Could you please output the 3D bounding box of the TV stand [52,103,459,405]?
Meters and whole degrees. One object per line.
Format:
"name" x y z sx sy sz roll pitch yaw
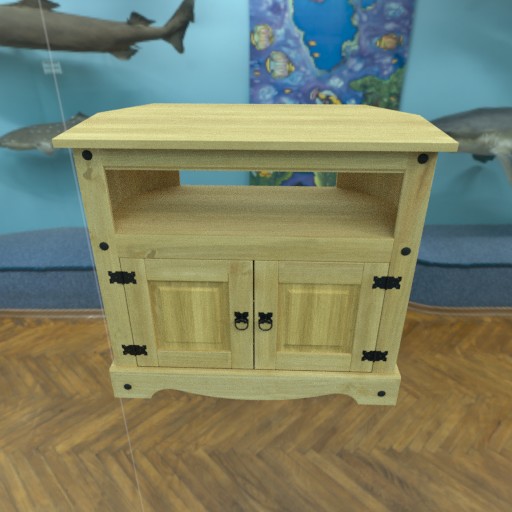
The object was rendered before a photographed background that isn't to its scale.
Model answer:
"TV stand" 0.000 0.000 1.299 0.851 0.781 0.425 1 29 2
